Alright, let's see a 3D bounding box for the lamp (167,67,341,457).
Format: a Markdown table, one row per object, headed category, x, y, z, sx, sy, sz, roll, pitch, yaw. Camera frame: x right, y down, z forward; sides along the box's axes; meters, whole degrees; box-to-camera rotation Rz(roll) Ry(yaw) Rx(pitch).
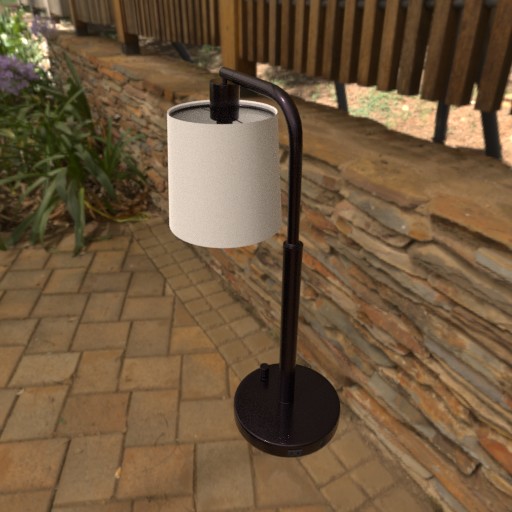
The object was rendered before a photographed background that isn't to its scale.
| category | x | y | z | sx | sy | sz | roll | pitch | yaw |
| --- | --- | --- | --- | --- | --- | --- | --- | --- | --- |
| lamp | 0.000 | 0.000 | 0.636 | 0.171 | 0.489 | 0.333 | -19 | 35 | -30 |
